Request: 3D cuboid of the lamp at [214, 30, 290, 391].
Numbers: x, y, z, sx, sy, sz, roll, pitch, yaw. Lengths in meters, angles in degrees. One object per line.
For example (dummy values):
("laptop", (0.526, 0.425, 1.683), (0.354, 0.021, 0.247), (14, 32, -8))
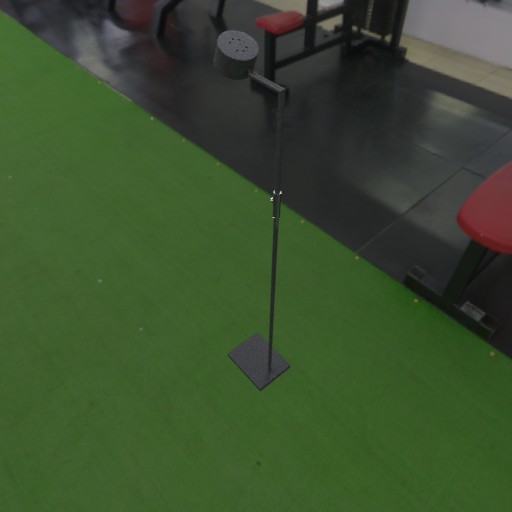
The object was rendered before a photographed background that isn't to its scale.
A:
("lamp", (0.000, 0.000, 1.735), (0.203, 1.600, 0.304), (-32, 55, -26))
